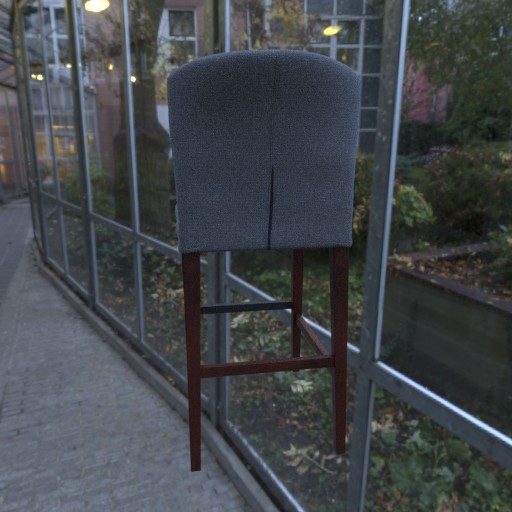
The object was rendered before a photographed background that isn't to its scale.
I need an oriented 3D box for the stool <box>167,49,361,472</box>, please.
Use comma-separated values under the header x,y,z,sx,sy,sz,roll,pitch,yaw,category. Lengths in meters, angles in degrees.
x,y,z,sx,sy,sz,roll,pitch,yaw,category
0.000,0.000,1.358,0.486,1.069,0.568,-2,14,-10,stool
